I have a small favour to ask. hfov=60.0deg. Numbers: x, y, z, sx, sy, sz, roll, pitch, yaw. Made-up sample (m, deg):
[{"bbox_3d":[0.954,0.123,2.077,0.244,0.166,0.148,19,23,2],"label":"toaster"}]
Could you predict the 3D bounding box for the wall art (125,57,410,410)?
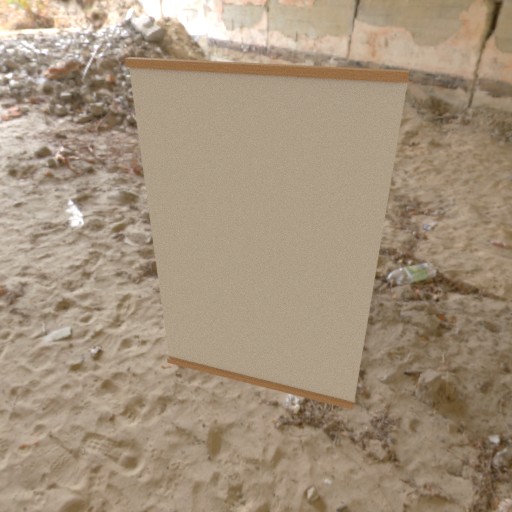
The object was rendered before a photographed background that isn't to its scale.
[{"bbox_3d":[0.000,0.000,1.883,0.991,1.510,0.040,10,32,16],"label":"wall art"}]
